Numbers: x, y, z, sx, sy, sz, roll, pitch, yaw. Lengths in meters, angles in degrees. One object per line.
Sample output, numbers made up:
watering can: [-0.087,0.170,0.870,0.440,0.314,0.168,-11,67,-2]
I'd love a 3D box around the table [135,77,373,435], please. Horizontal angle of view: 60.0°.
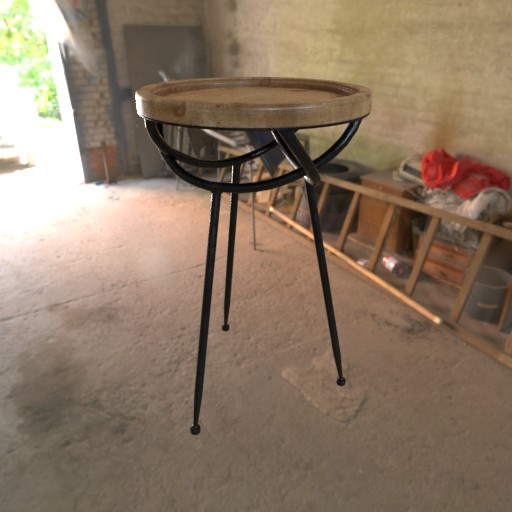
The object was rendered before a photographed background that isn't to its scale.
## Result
table: [0.000,0.000,0.930,0.418,0.664,0.414,9,29,17]
